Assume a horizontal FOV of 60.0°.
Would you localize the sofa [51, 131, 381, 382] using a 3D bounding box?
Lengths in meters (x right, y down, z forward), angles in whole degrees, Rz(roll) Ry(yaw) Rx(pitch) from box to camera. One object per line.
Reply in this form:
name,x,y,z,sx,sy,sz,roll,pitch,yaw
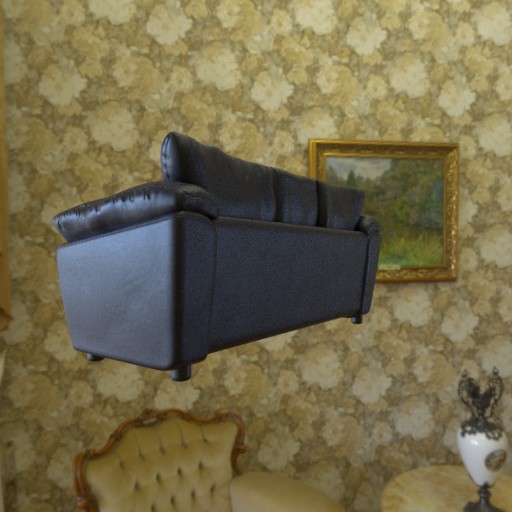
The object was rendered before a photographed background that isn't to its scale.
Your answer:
sofa,0.000,0.000,2.872,0.880,1.073,2.336,0,0,36
